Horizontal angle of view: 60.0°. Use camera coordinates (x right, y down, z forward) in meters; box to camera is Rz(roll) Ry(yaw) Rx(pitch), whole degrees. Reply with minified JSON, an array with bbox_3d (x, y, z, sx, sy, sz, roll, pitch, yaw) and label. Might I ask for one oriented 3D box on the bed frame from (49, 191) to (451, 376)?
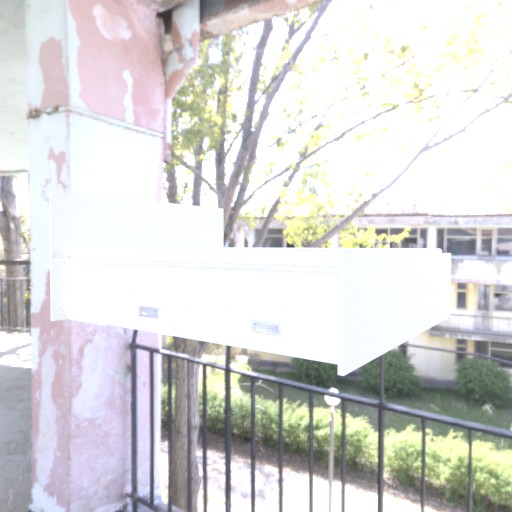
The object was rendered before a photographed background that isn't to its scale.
[{"bbox_3d":[0.000,0.000,2.808,1.960,0.800,1.622,1,2,36],"label":"bed frame"}]
